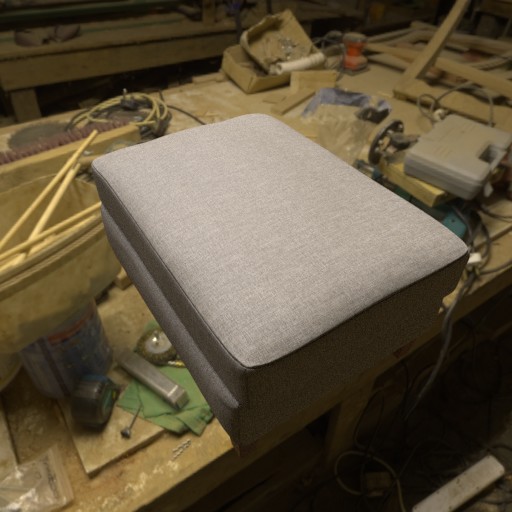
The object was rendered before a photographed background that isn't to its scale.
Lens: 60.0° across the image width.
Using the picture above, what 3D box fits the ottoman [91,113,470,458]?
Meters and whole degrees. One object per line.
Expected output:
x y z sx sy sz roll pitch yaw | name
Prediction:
0.000 0.000 1.253 0.639 0.494 0.873 -24 47 -24 | ottoman
